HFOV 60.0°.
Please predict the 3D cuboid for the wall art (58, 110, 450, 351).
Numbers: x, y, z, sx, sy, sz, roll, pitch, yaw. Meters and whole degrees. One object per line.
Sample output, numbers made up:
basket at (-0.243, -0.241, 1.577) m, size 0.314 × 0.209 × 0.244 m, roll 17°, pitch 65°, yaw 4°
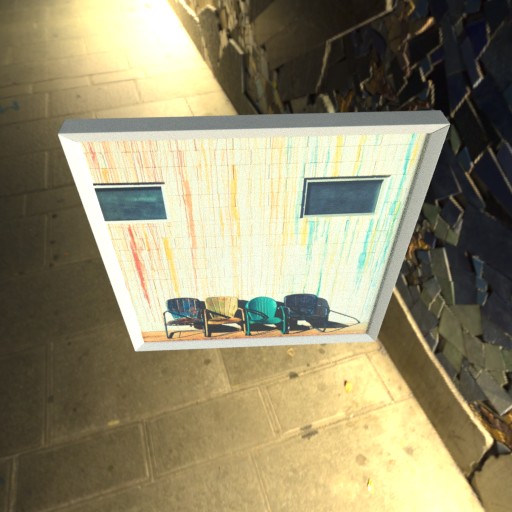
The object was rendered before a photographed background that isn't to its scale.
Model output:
wall art at (0.000, 0.000, 0.766) m, size 0.508 × 0.508 × 0.037 m, roll -2°, pitch 46°, yaw -2°
